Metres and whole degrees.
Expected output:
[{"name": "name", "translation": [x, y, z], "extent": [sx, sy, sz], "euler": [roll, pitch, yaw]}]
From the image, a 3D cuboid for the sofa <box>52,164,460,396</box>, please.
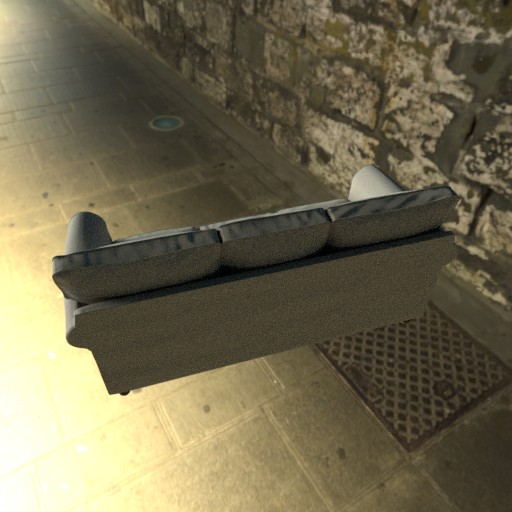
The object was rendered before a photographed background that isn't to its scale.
[{"name": "sofa", "translation": [0.000, 0.000, 2.630], "extent": [2.084, 0.961, 0.916], "euler": [-11, 42, -13]}]
